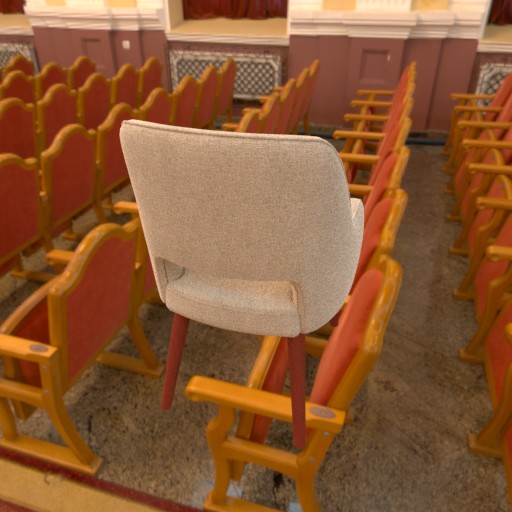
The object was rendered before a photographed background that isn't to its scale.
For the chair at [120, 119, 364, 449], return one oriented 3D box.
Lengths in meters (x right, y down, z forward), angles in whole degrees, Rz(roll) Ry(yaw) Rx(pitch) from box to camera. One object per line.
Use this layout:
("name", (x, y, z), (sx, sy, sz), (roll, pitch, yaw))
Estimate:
("chair", (0.000, 0.000, 1.230), (0.548, 0.849, 0.605), (10, 33, 15))
